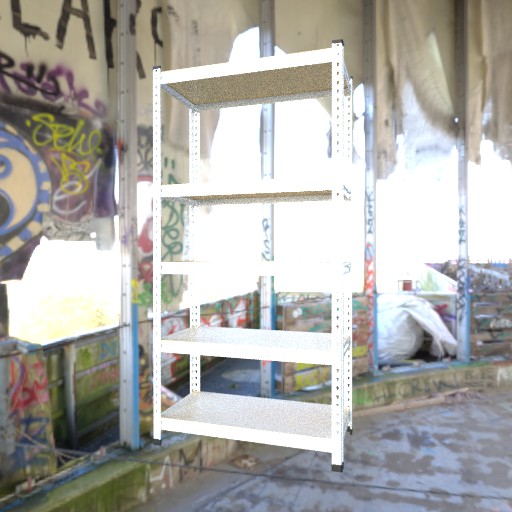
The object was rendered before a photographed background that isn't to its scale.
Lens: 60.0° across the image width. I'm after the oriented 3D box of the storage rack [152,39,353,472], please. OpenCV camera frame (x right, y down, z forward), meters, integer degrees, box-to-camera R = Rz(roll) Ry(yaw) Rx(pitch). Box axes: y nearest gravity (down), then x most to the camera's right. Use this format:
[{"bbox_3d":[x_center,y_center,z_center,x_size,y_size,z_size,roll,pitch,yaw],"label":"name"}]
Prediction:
[{"bbox_3d":[0.000,0.000,2.224,0.914,1.829,0.457,0,0,18],"label":"storage rack"}]
